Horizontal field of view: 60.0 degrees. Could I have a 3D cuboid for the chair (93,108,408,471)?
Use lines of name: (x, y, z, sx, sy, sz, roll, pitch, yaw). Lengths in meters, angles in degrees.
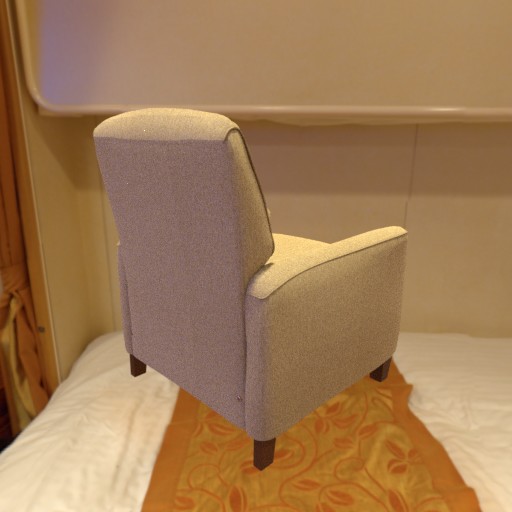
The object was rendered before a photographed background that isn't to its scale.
chair: (0.000, 0.000, 1.636, 0.864, 1.014, 0.848, -15, 22, -42)
